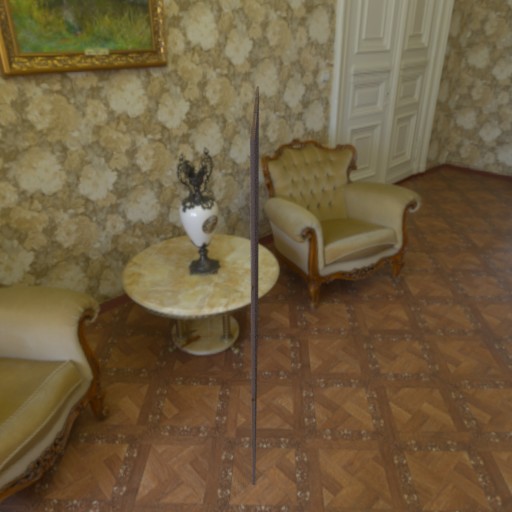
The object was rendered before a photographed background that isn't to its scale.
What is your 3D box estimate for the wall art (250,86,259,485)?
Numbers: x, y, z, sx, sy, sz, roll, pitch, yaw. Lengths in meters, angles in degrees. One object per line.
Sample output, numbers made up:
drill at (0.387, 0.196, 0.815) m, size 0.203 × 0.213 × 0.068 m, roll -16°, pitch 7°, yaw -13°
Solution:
wall art at (0.000, 0.000, 2.324) m, size 0.014 × 1.525 × 1.527 m, roll 0°, pitch 26°, yaw 1°
